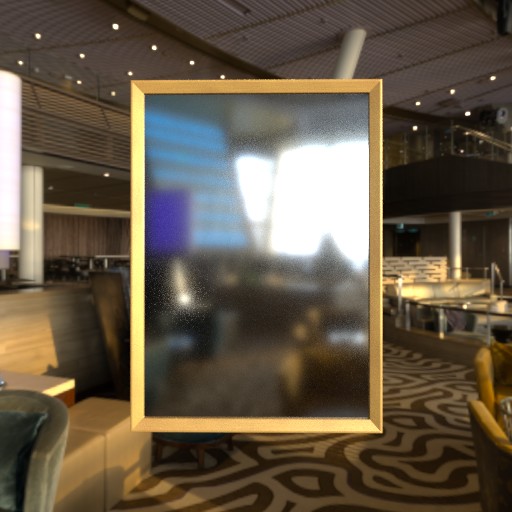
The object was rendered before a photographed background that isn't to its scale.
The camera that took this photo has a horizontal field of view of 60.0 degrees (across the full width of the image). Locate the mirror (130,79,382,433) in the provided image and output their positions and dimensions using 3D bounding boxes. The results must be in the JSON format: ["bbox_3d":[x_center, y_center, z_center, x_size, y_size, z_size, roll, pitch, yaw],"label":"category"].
[{"bbox_3d":[0.000,0.000,0.911,0.507,0.710,0.039,0,0,1],"label":"mirror"}]
